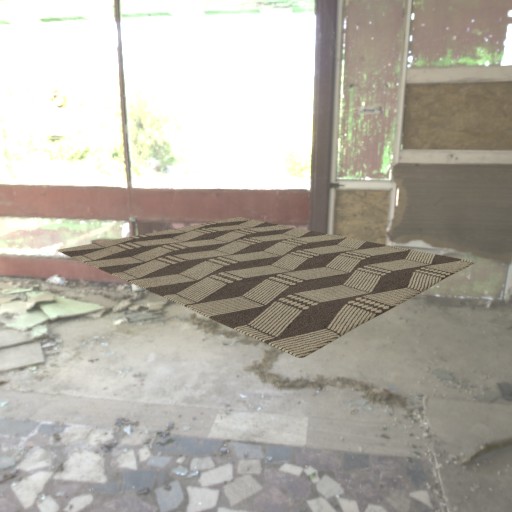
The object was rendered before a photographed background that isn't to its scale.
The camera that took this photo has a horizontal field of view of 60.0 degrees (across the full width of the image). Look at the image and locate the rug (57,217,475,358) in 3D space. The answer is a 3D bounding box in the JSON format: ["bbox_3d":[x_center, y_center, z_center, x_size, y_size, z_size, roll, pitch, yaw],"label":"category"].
[{"bbox_3d":[0.000,0.000,4.113,3.048,0.016,2.438,15,21,43],"label":"rug"}]
